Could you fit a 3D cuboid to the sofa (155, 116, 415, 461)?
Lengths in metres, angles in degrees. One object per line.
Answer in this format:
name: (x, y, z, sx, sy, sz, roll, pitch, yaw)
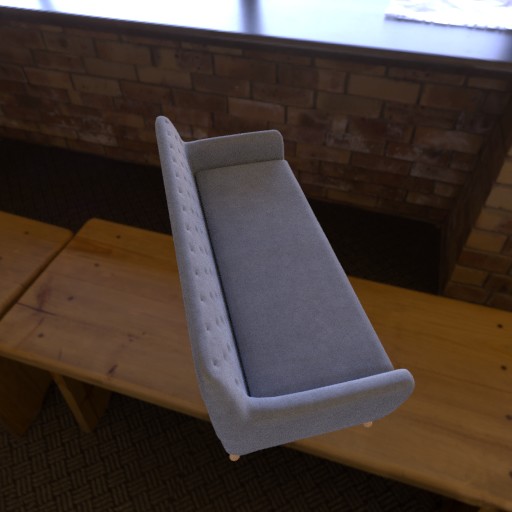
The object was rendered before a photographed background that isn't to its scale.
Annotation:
sofa: (0.000, 0.000, 2.399, 0.830, 0.830, 1.970, -10, 46, -10)
